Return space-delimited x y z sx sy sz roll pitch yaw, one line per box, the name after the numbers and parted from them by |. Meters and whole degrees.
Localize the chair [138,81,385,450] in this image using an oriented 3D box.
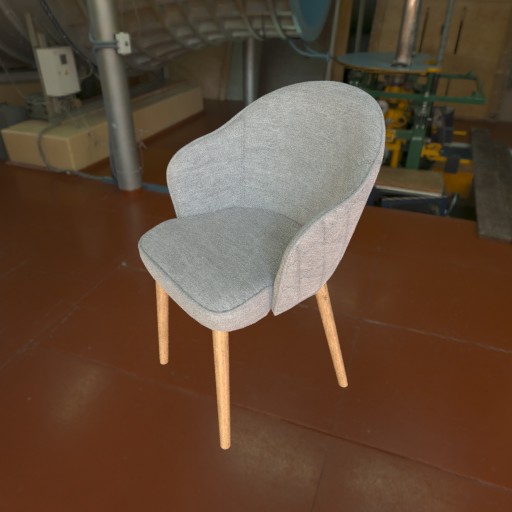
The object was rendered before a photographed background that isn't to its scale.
0.000 0.000 1.155 0.530 0.800 0.540 -20 37 -30 | chair
